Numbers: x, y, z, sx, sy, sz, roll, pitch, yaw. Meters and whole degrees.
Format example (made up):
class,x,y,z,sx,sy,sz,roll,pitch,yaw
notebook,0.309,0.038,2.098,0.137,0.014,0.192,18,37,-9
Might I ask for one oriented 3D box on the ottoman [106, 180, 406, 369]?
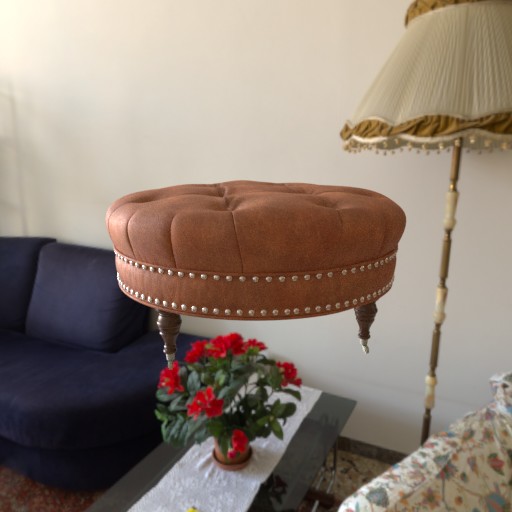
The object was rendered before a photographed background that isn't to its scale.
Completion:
class,x,y,z,sx,sy,sz,roll,pitch,yaw
ottoman,0.000,0.000,1.409,0.901,0.444,0.901,0,13,0
